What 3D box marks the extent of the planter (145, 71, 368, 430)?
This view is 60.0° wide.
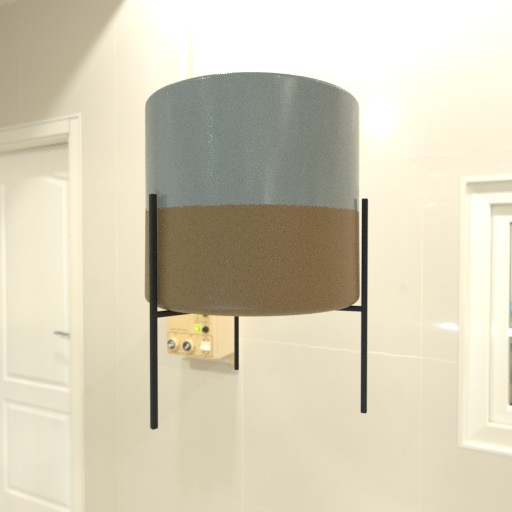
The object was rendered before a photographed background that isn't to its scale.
[{"bbox_3d":[0.000,0.000,0.735,0.360,0.480,0.348,0,1,19],"label":"planter"}]
